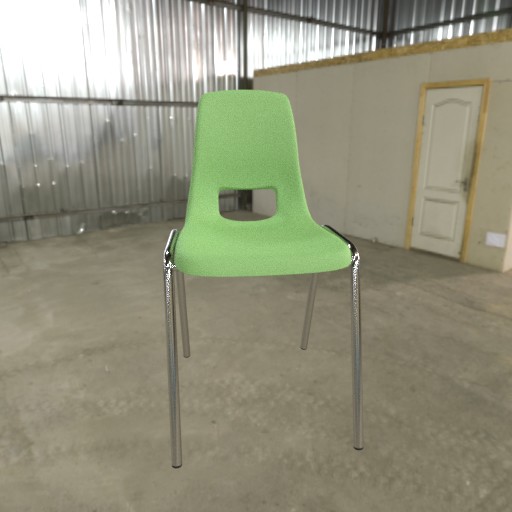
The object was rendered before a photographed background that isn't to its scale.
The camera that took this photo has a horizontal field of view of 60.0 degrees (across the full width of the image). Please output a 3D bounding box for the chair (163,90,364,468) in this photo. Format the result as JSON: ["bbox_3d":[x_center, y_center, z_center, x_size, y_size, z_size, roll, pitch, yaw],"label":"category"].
[{"bbox_3d":[0.000,0.000,0.965,0.381,0.704,0.436,-2,17,-7],"label":"chair"}]
